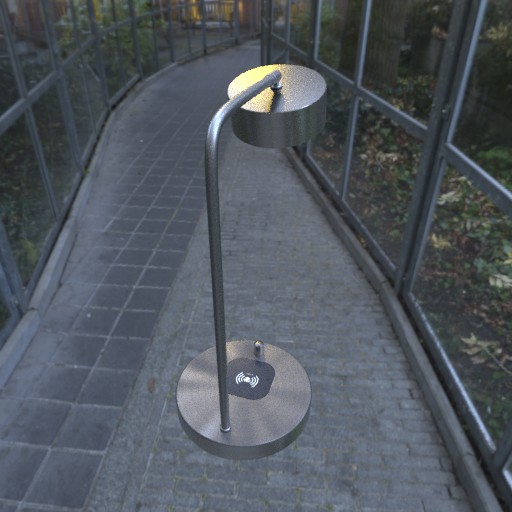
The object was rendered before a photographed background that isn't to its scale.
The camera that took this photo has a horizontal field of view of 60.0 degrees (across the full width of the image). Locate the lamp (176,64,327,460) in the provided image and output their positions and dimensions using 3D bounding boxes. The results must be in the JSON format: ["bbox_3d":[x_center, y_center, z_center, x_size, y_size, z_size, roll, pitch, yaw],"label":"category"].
[{"bbox_3d":[0.000,0.000,0.633,0.211,0.469,0.334,10,33,15],"label":"lamp"}]
